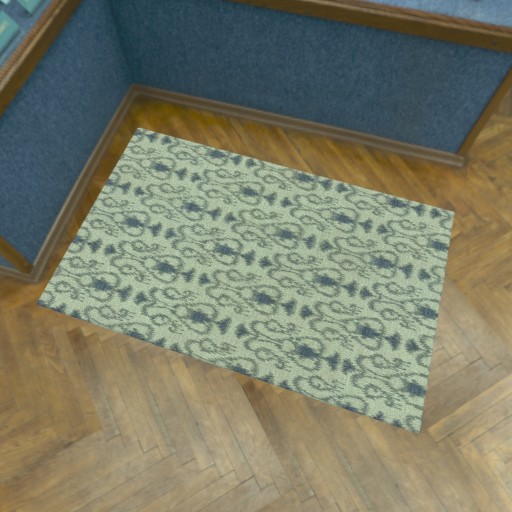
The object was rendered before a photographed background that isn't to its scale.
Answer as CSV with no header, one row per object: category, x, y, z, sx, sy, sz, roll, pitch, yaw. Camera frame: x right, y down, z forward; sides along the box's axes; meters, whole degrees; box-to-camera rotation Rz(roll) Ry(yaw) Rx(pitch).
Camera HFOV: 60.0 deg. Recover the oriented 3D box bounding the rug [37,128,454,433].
rug,0.000,0.000,2.009,1.652,0.006,1.035,17,66,8
